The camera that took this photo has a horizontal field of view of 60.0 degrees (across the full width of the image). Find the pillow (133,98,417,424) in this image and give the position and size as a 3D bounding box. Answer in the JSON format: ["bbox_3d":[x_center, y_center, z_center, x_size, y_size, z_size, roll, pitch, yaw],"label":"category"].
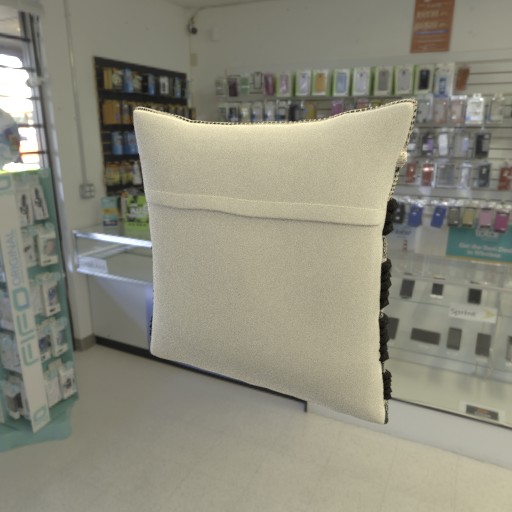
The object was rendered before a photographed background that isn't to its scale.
[{"bbox_3d":[0.000,0.000,0.672,0.436,0.438,0.156,8,18,27],"label":"pillow"}]
